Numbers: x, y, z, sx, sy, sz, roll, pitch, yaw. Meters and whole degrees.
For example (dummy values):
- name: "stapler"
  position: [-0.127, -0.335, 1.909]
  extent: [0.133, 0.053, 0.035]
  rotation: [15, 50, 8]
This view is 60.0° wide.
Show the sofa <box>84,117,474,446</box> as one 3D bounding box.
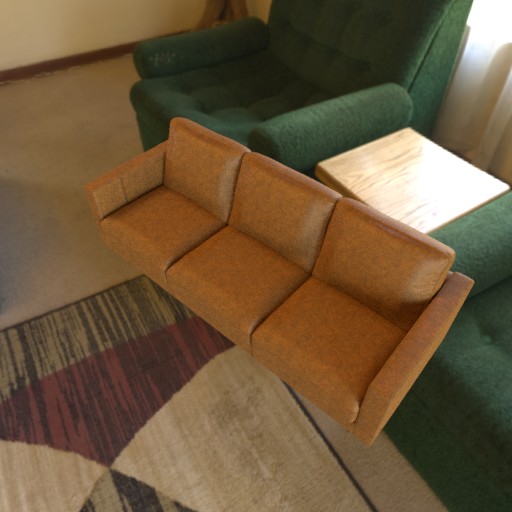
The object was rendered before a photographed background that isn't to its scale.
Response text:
- name: "sofa"
  position: [0.000, 0.000, 2.724]
  extent: [2.231, 0.930, 0.903]
  rotation: [32, 54, 27]
